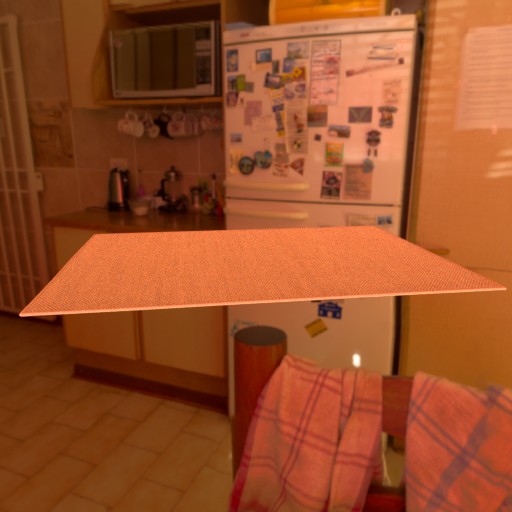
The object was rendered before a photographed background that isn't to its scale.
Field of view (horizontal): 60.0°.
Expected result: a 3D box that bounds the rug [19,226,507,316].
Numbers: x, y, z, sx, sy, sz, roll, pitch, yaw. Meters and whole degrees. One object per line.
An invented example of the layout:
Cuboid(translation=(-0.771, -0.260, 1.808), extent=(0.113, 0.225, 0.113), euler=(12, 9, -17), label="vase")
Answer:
Cuboid(translation=(0.000, 0.000, 2.627), extent=(2.134, 0.013, 1.524), euler=(-2, 15, -8), label="rug")
